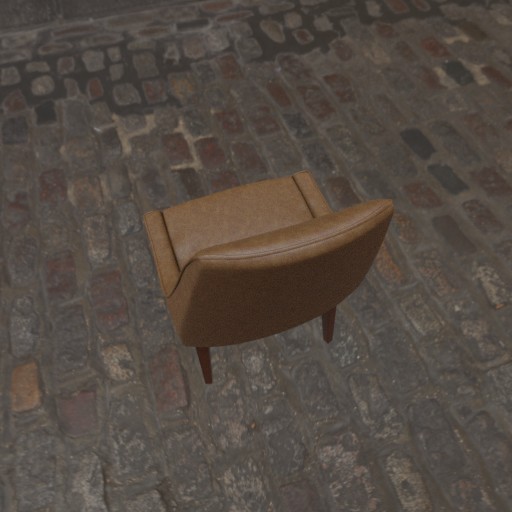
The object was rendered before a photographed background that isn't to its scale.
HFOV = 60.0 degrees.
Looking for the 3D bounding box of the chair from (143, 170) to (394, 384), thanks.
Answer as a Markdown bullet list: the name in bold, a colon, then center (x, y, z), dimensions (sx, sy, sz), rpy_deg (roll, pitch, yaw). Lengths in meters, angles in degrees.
- **chair**: center (0.000, 0.000, 1.202), dimensions (0.529, 0.861, 0.544), rpy_deg (-17, 60, -10)
